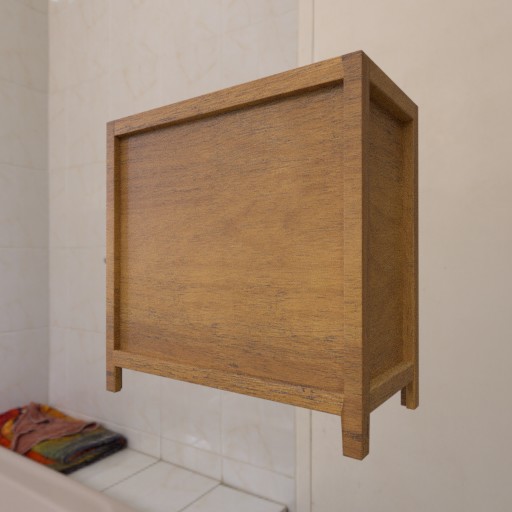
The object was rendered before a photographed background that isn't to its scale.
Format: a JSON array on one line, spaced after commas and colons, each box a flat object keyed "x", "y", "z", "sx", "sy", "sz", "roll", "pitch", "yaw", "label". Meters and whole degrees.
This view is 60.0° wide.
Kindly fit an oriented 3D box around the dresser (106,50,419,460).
[{"x": 0.000, "y": 0.000, "z": 1.267, "sx": 0.804, "sy": 0.804, "sz": 0.427, "roll": 0, "pitch": 0, "yaw": 35, "label": "dresser"}]
